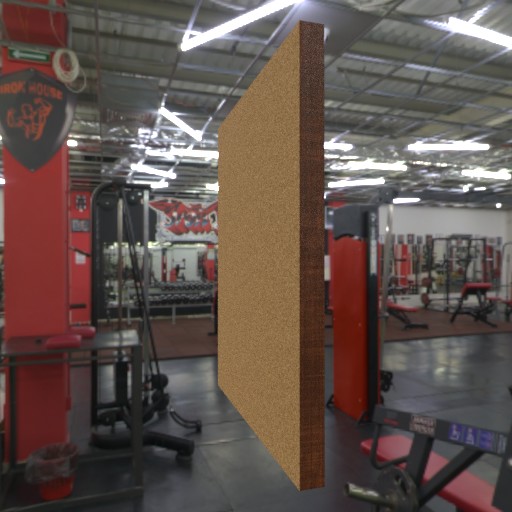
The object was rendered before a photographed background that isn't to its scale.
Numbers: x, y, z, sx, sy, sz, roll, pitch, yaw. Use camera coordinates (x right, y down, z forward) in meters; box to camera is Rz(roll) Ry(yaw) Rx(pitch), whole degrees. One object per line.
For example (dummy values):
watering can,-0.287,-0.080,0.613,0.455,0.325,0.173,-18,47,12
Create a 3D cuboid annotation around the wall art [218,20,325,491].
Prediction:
wall art,0.000,0.000,0.762,0.033,0.567,0.467,0,0,-17
